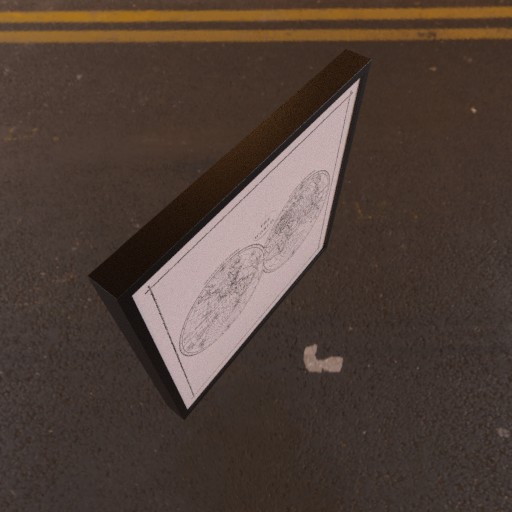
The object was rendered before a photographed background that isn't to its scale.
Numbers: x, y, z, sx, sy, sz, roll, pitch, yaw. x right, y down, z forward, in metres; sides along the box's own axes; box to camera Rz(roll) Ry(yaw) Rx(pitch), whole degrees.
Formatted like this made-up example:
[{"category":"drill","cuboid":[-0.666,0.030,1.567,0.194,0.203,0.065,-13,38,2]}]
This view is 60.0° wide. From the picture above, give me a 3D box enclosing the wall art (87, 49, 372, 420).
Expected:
[{"category":"wall art","cuboid":[0.000,0.000,0.491,0.029,0.318,0.327,33,62,20]}]
